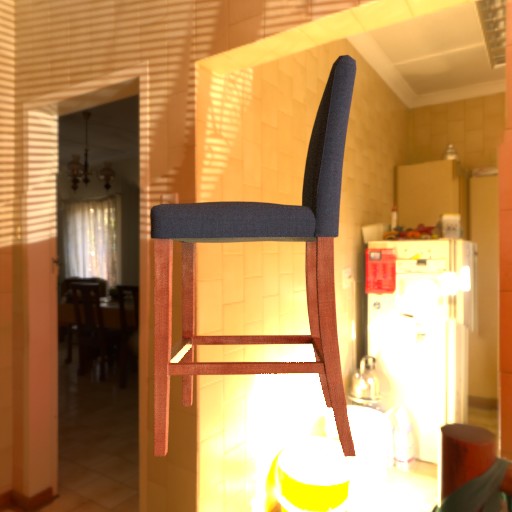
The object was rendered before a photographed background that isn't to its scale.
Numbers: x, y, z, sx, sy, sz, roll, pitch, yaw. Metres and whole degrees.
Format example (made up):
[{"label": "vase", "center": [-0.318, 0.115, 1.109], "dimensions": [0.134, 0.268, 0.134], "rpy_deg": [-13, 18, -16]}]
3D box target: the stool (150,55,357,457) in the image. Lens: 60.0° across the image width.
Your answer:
[{"label": "stool", "center": [0.000, 0.000, 1.402], "dimensions": [0.574, 1.088, 0.454], "rpy_deg": [0, 0, 2]}]
